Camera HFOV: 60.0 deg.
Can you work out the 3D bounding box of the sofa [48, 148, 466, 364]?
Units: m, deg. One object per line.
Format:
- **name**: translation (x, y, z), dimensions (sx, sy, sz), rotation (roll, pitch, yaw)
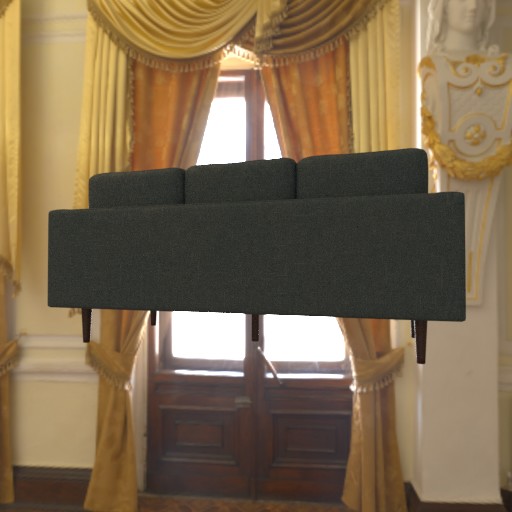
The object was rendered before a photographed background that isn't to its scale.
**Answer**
- **sofa**: translation (0.000, 0.000, 2.479), dimensions (2.013, 0.945, 0.935), rotation (0, -1, 18)
